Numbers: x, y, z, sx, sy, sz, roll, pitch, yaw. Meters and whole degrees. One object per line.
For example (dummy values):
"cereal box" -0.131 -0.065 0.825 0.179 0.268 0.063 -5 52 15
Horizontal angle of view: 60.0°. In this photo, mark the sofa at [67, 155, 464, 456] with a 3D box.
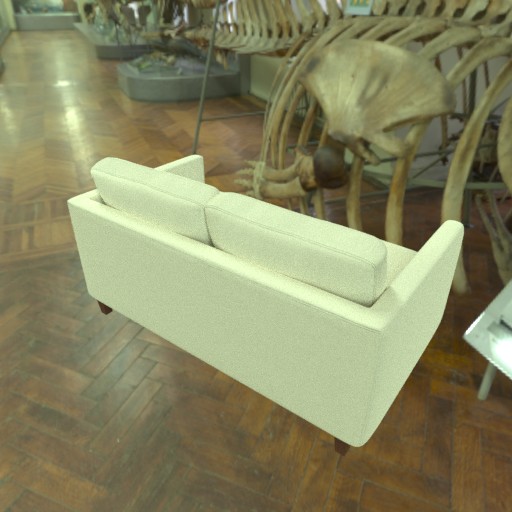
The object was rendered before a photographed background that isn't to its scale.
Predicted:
"sofa" 0.000 0.000 2.224 1.702 0.888 0.964 21 36 31
